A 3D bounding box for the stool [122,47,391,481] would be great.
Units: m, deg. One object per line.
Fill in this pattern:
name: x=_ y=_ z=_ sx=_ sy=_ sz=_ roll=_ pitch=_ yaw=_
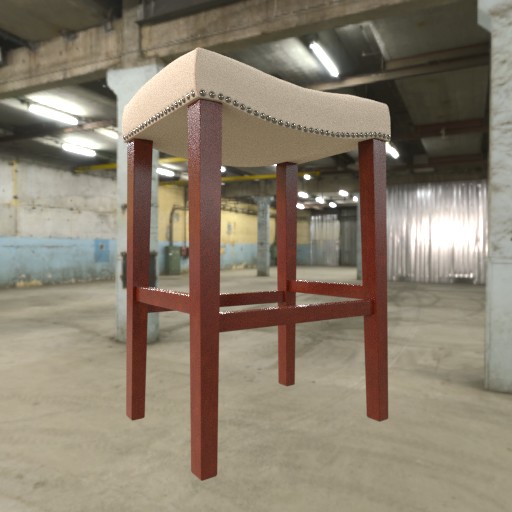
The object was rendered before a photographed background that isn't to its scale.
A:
stool: x=0.000 y=0.000 z=1.014 sx=0.504 sy=0.742 sz=0.372 roll=0 pitch=0 yaw=-35
